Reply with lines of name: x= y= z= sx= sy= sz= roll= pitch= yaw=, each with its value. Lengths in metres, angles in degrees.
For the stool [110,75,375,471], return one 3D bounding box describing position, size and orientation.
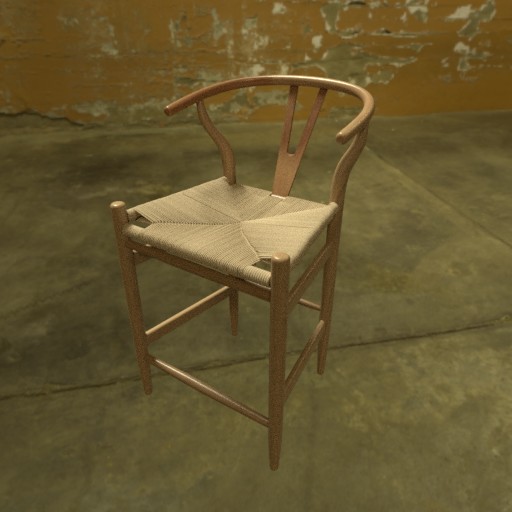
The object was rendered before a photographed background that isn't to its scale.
stool: x=0.000 y=0.000 z=1.294 sx=0.536 sy=0.923 sz=0.575 roll=18 pitch=34 yaw=29
